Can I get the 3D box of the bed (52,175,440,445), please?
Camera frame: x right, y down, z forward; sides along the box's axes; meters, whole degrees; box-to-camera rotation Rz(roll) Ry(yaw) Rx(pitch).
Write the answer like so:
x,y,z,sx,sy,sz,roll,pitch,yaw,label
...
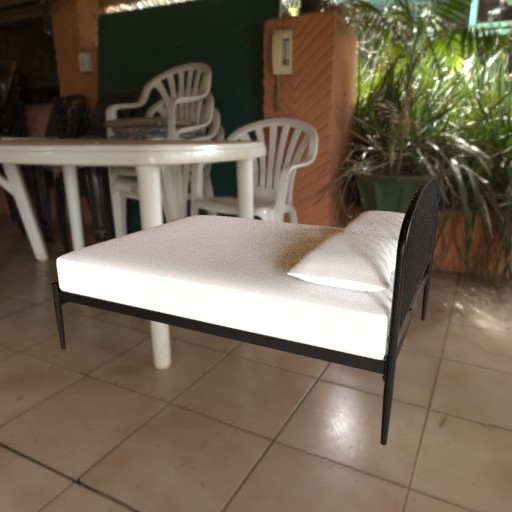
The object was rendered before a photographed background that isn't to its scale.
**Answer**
x,y,z,sx,sy,sz,roll,pitch,yaw,label
0.000,0.000,3.055,2.159,1.166,1.618,8,18,25,bed
